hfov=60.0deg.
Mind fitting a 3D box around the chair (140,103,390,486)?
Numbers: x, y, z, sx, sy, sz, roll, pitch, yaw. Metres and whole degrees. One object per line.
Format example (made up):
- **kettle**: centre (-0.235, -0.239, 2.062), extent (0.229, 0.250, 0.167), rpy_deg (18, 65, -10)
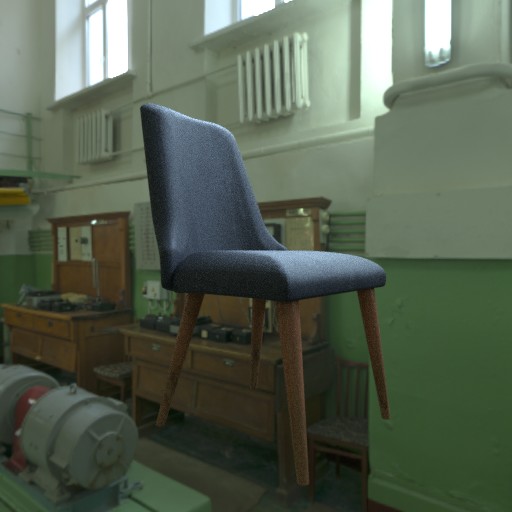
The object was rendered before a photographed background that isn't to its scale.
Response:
- **chair**: centre (0.000, 0.000, 1.138), extent (0.567, 0.820, 0.504), rpy_deg (0, 1, 38)
